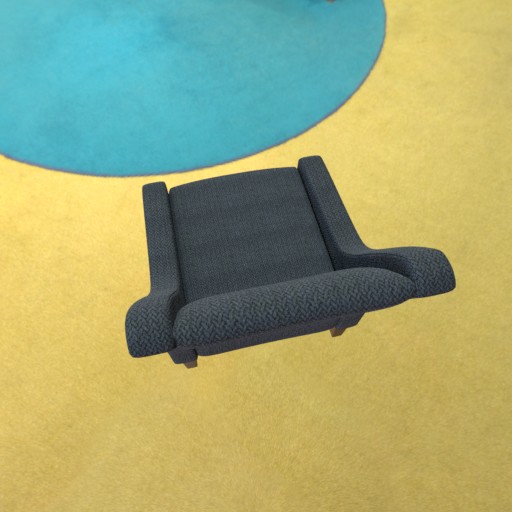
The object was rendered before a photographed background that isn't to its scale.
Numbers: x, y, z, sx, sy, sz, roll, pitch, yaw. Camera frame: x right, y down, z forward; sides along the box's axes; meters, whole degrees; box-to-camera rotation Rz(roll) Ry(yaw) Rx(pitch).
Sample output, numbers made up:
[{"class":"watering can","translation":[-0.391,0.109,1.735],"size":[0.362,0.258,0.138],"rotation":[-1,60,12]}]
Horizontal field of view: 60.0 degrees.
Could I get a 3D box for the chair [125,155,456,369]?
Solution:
[{"class":"chair","translation":[0.000,0.000,1.656],"size":[0.793,1.012,0.944],"rotation":[-11,60,-6]}]
